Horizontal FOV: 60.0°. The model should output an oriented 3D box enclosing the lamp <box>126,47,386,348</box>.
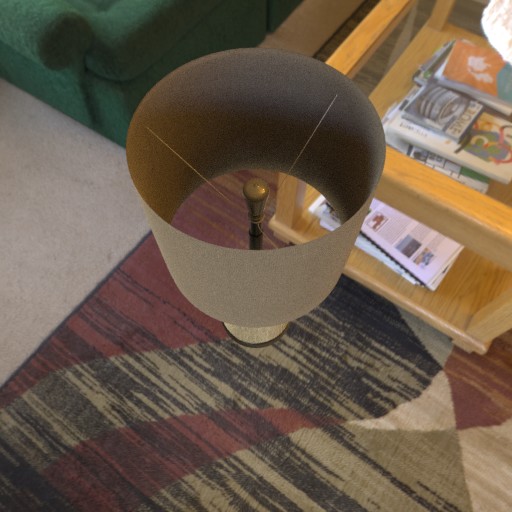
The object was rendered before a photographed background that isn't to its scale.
[{"bbox_3d":[0.000,0.000,0.599,0.229,0.470,0.229,16,64,8],"label":"lamp"}]
